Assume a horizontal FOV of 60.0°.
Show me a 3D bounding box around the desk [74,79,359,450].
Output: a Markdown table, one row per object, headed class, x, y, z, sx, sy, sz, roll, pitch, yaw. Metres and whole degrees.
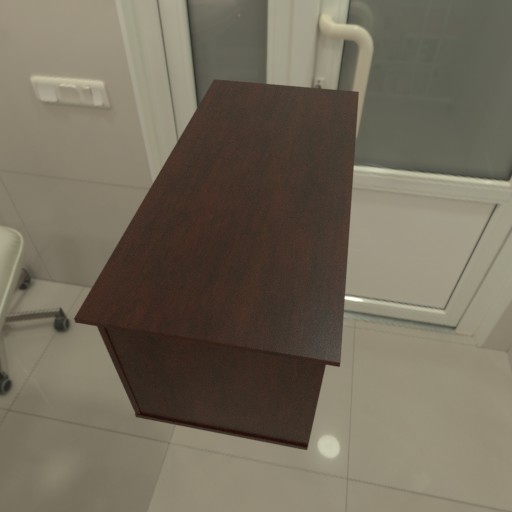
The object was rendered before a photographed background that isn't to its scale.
| class | x | y | z | sx | sy | sz | roll | pitch | yaw |
| --- | --- | --- | --- | --- | --- | --- | --- | --- | --- |
| desk | 0.000 | 0.000 | 1.691 | 0.612 | 0.758 | 1.277 | 8 | 47 | 8 |
